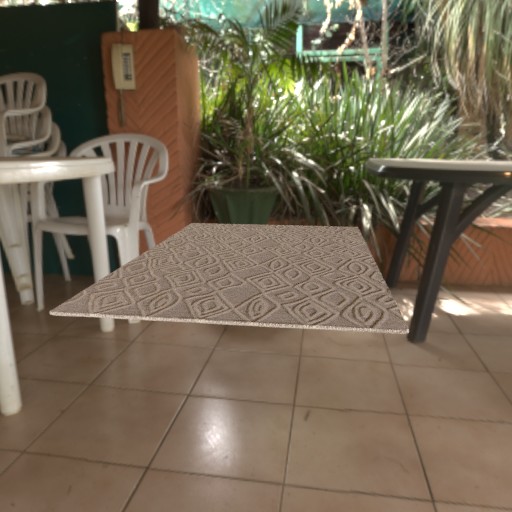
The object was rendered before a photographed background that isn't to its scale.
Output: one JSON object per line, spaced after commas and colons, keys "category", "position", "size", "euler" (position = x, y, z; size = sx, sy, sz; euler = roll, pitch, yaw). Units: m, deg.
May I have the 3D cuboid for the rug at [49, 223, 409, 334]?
{"category": "rug", "position": [0.000, 0.000, 2.347], "size": [1.224, 0.016, 1.832], "euler": [2, 14, 7]}
